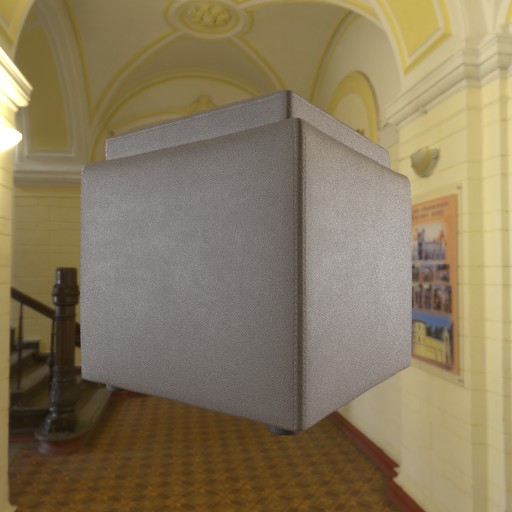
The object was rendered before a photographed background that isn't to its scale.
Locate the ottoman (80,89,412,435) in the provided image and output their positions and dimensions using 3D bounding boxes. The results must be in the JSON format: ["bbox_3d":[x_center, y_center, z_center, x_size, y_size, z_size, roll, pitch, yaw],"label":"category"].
[{"bbox_3d":[0.000,0.000,0.815,0.450,0.460,0.451,-1,-2,35],"label":"ottoman"}]
